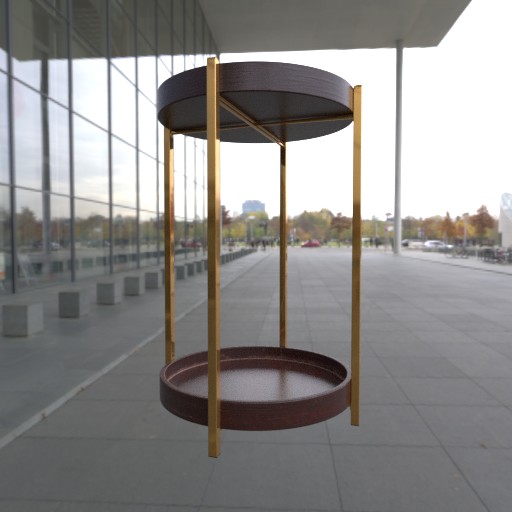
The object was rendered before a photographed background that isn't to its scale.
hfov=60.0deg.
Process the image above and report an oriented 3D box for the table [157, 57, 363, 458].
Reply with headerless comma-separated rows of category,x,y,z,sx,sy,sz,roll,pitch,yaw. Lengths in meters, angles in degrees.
table,0.000,0.000,0.862,0.400,0.610,0.400,1,2,20
